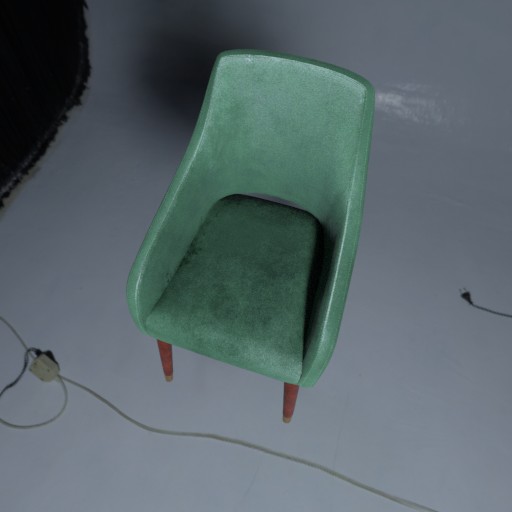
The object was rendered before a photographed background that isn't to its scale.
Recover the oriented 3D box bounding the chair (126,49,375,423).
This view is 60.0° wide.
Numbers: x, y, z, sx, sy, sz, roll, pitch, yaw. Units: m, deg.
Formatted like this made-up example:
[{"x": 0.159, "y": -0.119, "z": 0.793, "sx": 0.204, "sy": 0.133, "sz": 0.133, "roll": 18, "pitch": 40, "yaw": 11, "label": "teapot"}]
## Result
[{"x": 0.000, "y": 0.000, "z": 1.580, "sx": 0.683, "sy": 1.081, "sz": 0.794, "roll": 16, "pitch": 59, "yaw": 10, "label": "chair"}]
